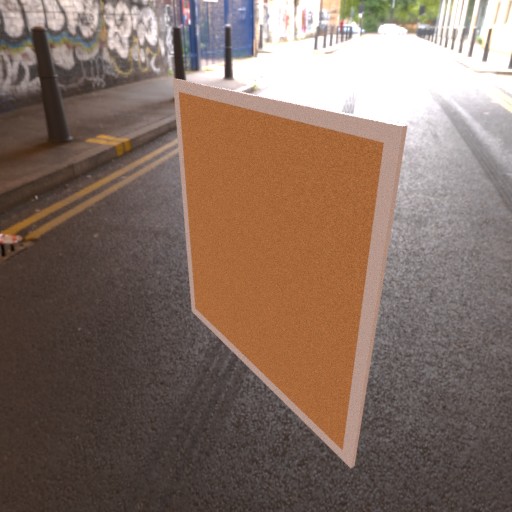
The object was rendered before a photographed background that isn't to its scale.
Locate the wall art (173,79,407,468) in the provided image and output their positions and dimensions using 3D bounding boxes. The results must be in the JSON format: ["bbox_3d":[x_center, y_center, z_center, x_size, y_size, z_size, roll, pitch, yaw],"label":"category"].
[{"bbox_3d":[0.000,0.000,1.182,0.013,0.813,0.812,-18,33,-31],"label":"wall art"}]
